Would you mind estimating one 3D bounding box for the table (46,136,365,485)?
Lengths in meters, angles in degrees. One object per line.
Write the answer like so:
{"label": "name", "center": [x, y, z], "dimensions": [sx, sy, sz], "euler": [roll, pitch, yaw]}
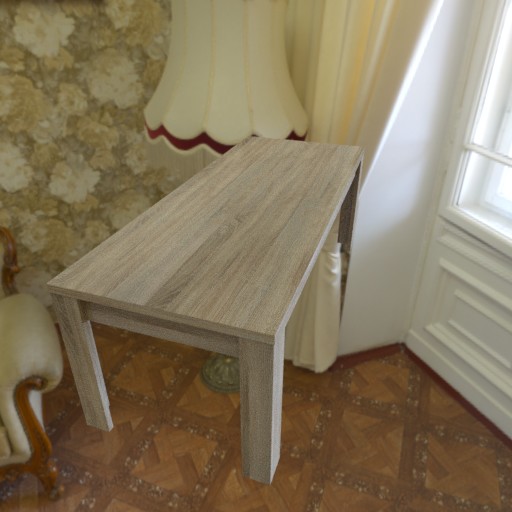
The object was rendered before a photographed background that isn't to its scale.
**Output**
{"label": "table", "center": [0.000, 0.000, 2.634], "dimensions": [0.900, 0.790, 2.200], "euler": [10, 32, 17]}
